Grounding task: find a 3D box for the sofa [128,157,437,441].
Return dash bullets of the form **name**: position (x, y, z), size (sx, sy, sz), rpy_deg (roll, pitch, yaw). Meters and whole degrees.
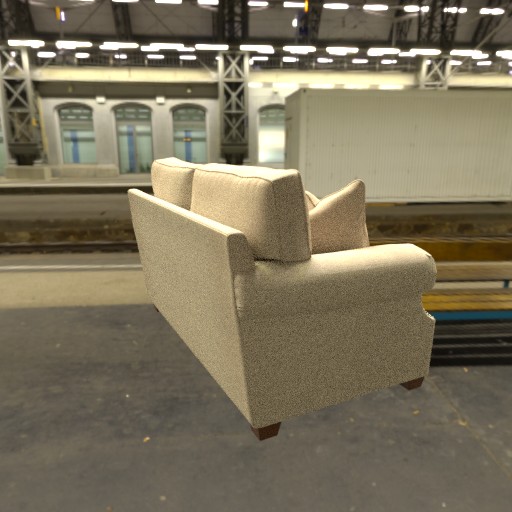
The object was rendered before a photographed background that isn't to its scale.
- **sofa**: position (0.000, 0.000, 2.294), size (0.966, 0.966, 1.701), rpy_deg (-7, 16, -26)
